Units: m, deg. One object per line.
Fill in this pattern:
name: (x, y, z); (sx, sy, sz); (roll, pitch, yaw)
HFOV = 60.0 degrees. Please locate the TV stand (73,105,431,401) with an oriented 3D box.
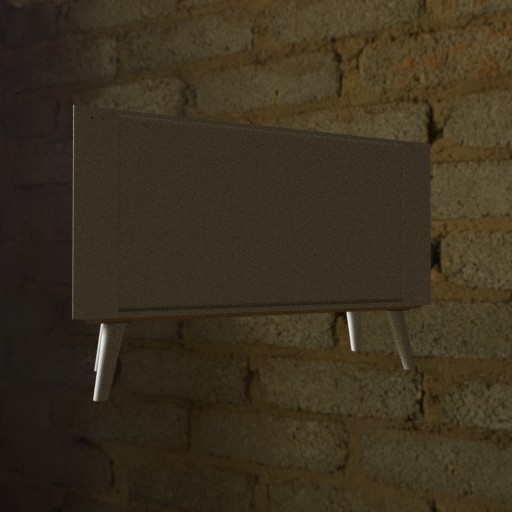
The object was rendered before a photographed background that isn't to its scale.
TV stand: (0.000, 0.000, 1.588); (1.193, 0.812, 0.406); (0, -1, -20)
